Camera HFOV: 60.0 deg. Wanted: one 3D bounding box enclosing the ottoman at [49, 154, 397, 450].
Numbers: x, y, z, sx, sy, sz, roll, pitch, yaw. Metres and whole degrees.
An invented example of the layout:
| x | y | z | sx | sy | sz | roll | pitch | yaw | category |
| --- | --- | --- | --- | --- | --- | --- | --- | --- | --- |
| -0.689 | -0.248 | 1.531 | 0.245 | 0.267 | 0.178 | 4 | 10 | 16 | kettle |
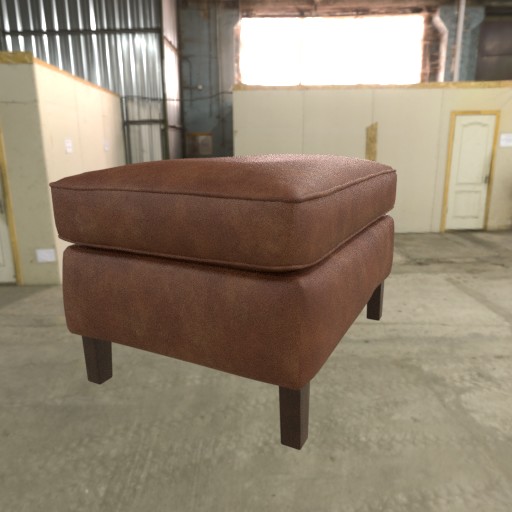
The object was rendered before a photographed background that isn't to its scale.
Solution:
| x | y | z | sx | sy | sz | roll | pitch | yaw | category |
| --- | --- | --- | --- | --- | --- | --- | --- | --- | --- |
| 0.000 | 0.000 | 0.957 | 0.501 | 0.418 | 0.665 | 7 | 16 | 26 | ottoman |
